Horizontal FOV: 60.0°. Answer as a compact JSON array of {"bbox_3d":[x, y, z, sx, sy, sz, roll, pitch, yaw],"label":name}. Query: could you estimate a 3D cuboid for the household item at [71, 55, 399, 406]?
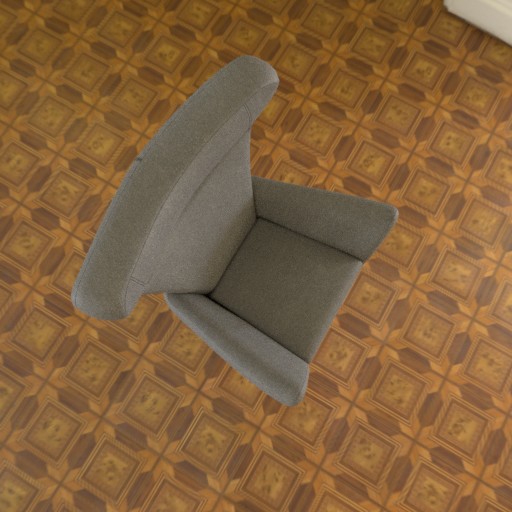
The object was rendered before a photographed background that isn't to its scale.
[{"bbox_3d":[0.000,0.000,1.788,0.900,1.050,0.980,29,79,7],"label":"household item"}]
